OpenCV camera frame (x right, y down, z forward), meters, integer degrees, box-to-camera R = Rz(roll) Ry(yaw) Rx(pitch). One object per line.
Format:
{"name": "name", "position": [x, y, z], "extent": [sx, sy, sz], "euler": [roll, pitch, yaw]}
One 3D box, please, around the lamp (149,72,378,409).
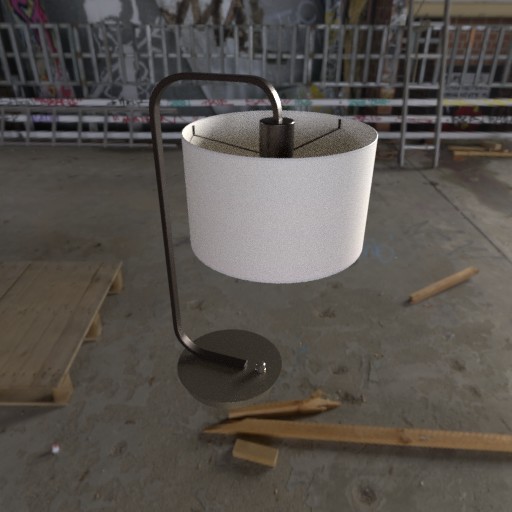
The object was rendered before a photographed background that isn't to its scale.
{"name": "lamp", "position": [0.000, 0.000, 0.624], "extent": [0.288, 0.473, 0.230], "euler": [10, 31, 17]}
